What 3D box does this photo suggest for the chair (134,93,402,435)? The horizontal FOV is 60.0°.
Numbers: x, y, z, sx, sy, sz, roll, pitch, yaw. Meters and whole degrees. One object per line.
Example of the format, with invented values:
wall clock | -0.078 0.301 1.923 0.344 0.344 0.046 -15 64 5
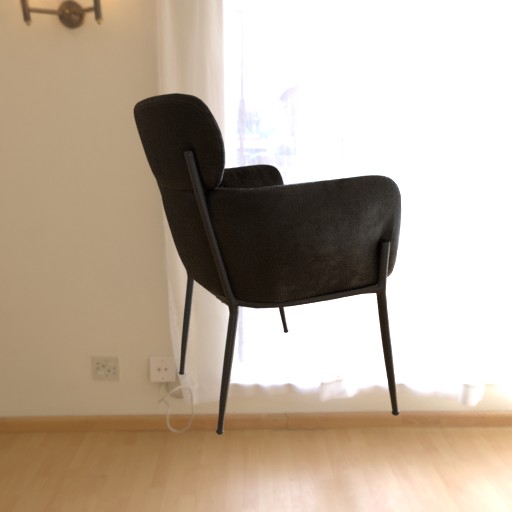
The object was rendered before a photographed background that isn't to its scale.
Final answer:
chair | 0.000 0.000 1.251 0.604 0.818 0.640 -7 16 -25
